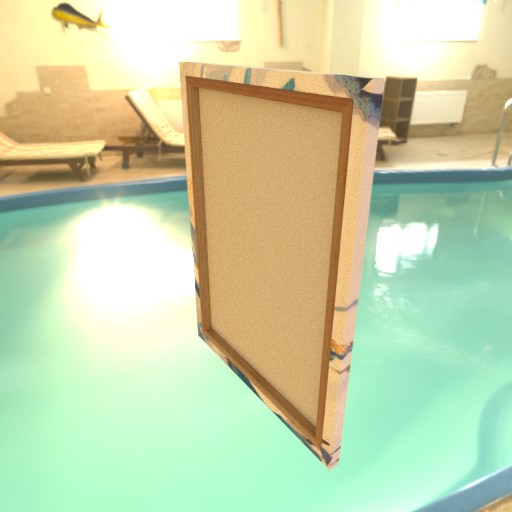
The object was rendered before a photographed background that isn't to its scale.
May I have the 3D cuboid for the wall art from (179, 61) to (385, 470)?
[{"bbox_3d":[0.000,0.000,1.295,0.038,1.015,0.761,-17,31,-31],"label":"wall art"}]
